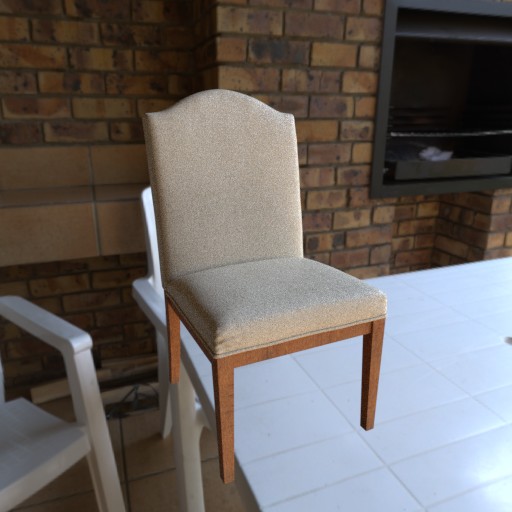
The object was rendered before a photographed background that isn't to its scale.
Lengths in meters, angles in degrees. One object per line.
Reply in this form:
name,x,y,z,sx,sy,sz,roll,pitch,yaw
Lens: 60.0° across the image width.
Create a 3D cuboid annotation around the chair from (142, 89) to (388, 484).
chair,0.000,0.000,1.398,0.534,1.012,0.648,-8,19,-25
